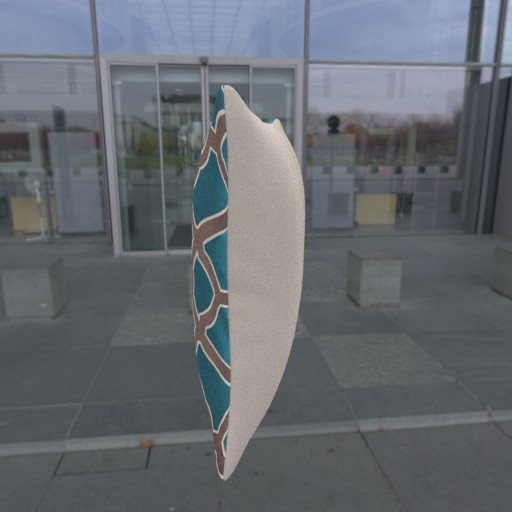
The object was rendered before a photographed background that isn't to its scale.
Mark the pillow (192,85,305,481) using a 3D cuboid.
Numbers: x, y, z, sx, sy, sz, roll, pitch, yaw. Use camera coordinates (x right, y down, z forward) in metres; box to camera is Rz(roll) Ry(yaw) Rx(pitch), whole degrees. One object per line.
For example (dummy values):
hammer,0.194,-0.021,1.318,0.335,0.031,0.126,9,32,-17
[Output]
pillow,0.000,0.000,0.793,0.166,0.507,0.526,2,13,8
